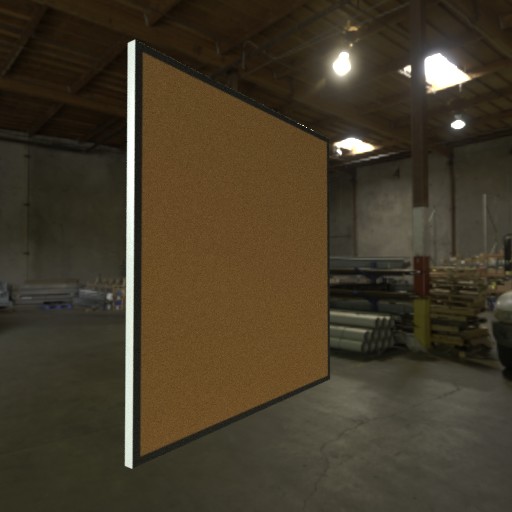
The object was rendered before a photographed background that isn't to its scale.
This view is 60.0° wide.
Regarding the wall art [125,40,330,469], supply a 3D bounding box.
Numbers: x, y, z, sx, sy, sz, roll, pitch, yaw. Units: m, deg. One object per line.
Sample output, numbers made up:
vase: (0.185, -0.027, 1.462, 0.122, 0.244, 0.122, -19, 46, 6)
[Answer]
wall art: (0.000, 0.000, 1.160, 0.022, 0.803, 0.805, -1, -2, 36)
